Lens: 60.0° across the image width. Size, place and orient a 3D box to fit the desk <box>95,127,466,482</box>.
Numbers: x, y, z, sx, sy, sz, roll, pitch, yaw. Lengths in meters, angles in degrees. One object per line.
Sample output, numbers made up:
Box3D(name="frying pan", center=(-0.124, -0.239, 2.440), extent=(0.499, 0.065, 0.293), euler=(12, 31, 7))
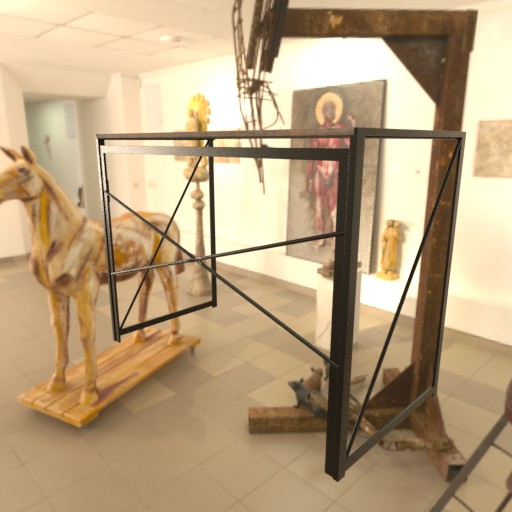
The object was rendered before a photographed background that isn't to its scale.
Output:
Box3D(name="desk", center=(0.000, 0.000, 1.398), extent=(0.505, 0.747, 1.015), euler=(-14, 20, -43))
